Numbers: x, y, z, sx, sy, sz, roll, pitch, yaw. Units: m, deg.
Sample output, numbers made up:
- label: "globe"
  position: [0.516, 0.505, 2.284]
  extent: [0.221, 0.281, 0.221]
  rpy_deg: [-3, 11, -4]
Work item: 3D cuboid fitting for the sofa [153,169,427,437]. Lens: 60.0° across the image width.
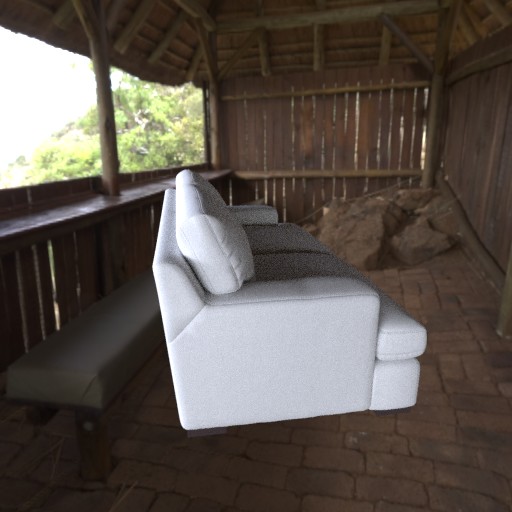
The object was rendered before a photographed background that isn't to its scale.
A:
- label: "sofa"
  position: [0.000, 0.000, 2.806]
  extent: [1.143, 0.940, 2.261]
  rpy_deg: [-3, 16, -9]
